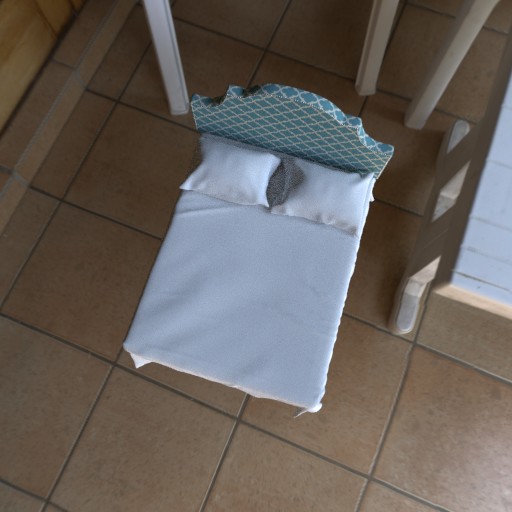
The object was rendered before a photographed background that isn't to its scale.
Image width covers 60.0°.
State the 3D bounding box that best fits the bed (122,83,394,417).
[{"bbox_3d":[0.000,0.000,3.495,1.780,1.633,2.222,16,75,4],"label":"bed"}]
